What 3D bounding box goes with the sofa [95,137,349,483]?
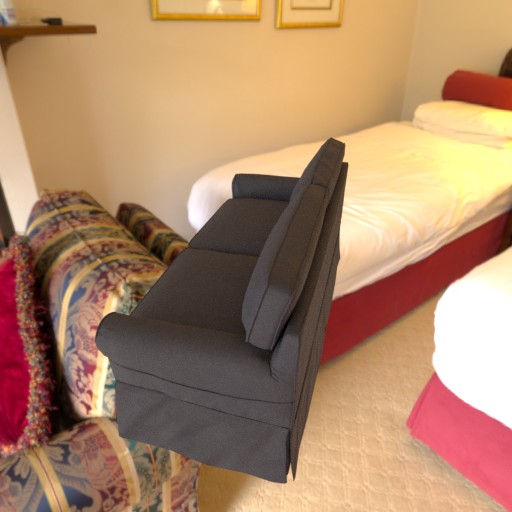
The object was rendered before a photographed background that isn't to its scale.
[{"bbox_3d":[0.000,0.000,2.841,0.983,1.094,2.256,7,30,13],"label":"sofa"}]
